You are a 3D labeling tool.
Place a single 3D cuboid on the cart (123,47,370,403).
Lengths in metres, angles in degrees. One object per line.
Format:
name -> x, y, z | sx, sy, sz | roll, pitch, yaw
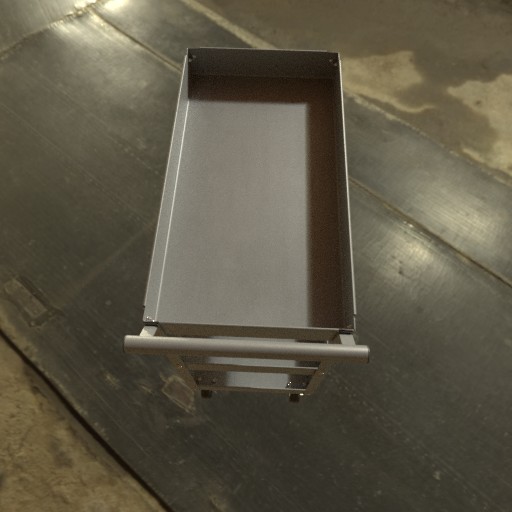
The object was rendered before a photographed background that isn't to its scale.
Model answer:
cart -> 0.000, 0.000, 1.158 | 0.366, 0.780, 0.719 | 2, 63, 1
